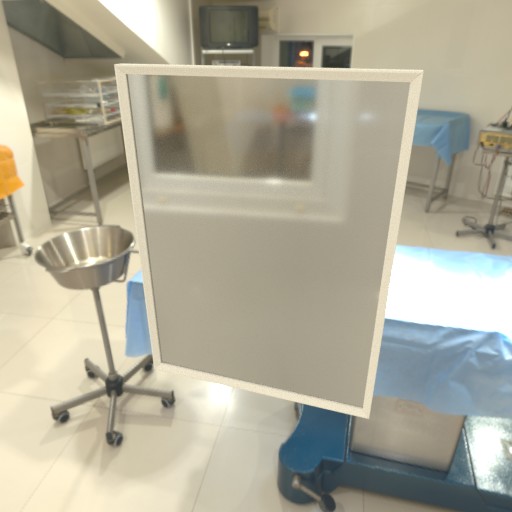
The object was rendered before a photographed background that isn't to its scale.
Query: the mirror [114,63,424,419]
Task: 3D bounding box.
[{"bbox_3d":[0.000,0.000,1.292,0.762,1.016,0.041,8,28,16],"label":"mirror"}]
